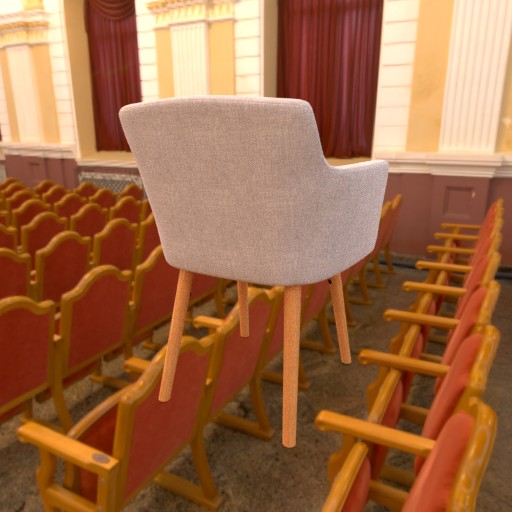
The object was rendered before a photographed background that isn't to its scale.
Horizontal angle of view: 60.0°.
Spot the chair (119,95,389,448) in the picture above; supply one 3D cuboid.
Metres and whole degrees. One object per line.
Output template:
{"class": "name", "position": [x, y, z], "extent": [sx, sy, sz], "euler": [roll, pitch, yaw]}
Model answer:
{"class": "chair", "position": [0.000, 0.000, 1.183], "extent": [0.570, 0.780, 0.540], "euler": [9, 18, 28]}
